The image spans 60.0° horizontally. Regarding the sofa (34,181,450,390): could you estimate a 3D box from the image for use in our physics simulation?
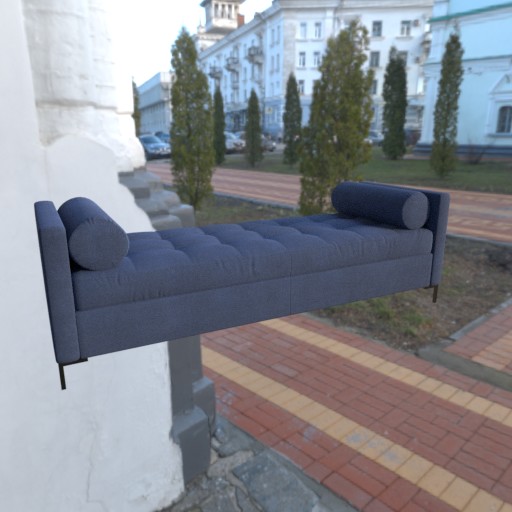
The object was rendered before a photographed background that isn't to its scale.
[{"bbox_3d":[0.000,0.000,2.283,1.981,0.635,0.686,-8,17,-26],"label":"sofa"}]
